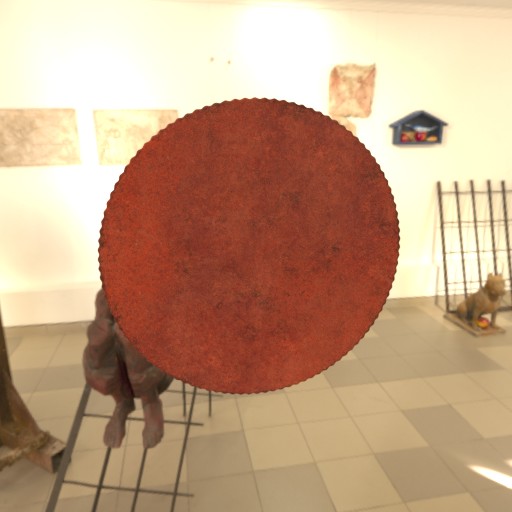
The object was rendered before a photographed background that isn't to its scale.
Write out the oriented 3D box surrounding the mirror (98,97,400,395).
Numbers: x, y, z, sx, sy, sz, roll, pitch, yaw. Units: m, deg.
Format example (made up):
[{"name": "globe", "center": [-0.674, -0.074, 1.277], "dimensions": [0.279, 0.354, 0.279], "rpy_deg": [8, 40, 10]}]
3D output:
[{"name": "mirror", "center": [0.000, 0.000, 0.906], "dimensions": [0.609, 0.609, 0.056], "rpy_deg": [-3, 16, -10]}]
